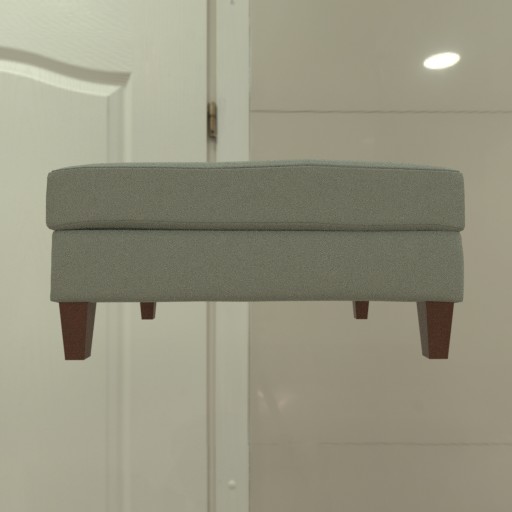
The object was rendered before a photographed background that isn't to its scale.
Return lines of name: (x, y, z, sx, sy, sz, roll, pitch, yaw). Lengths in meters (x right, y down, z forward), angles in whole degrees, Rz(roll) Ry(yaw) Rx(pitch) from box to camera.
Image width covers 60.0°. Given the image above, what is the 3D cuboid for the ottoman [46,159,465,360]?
ottoman: (0.000, 0.000, 1.422, 0.991, 0.494, 0.842, 0, -1, -1)
